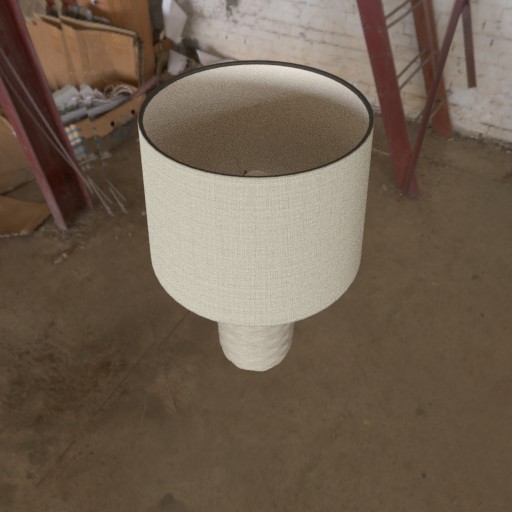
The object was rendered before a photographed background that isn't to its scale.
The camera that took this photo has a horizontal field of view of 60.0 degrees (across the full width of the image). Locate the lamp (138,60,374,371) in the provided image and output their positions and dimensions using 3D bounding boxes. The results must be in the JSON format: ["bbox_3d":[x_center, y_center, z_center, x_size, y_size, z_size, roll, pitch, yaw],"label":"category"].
[{"bbox_3d":[0.000,0.000,0.831,0.376,0.594,0.376,0,46,0],"label":"lamp"}]
